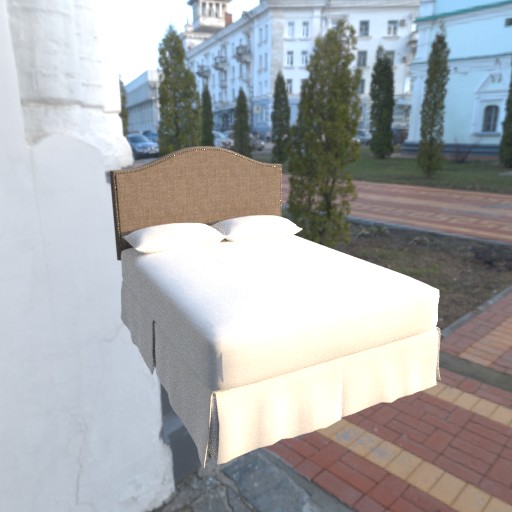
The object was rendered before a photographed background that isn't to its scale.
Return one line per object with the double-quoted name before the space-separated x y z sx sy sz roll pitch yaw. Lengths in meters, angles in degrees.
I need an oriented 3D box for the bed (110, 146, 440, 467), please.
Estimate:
"bed" 0.000 0.000 3.274 1.713 1.518 2.153 -8 18 -27
